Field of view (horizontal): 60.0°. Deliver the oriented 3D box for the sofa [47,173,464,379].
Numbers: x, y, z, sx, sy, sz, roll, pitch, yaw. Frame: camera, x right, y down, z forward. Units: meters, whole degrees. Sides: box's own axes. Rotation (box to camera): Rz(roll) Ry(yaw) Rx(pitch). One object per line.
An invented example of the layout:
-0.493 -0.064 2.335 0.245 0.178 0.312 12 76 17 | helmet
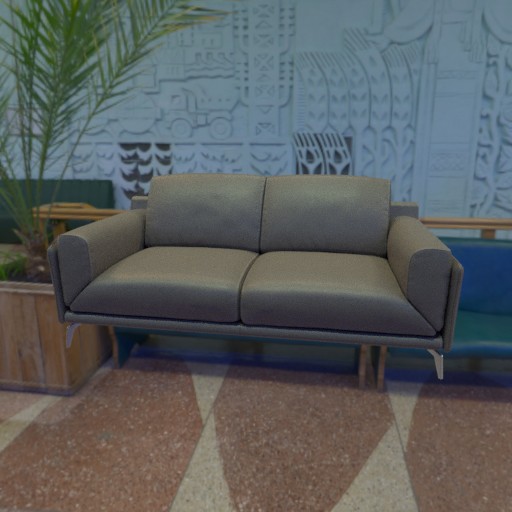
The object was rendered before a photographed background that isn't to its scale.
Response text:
0.000 0.000 2.687 2.101 0.930 1.049 2 15 10 | sofa
